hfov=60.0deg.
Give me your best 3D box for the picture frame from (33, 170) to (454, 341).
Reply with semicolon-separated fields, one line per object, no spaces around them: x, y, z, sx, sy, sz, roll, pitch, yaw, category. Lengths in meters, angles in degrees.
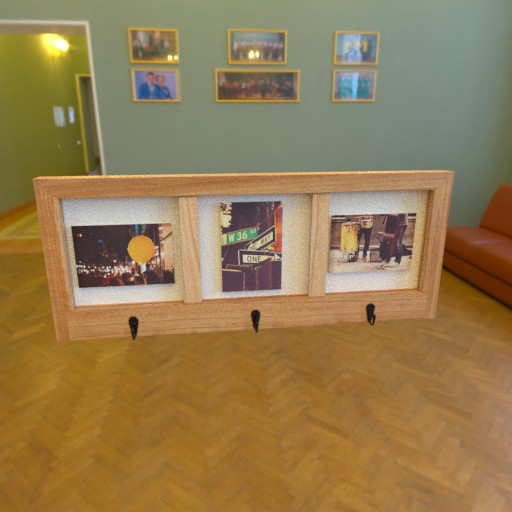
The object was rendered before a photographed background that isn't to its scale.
0.000;0.000;0.646;0.582;0.234;0.045;-2;18;-7;picture frame
